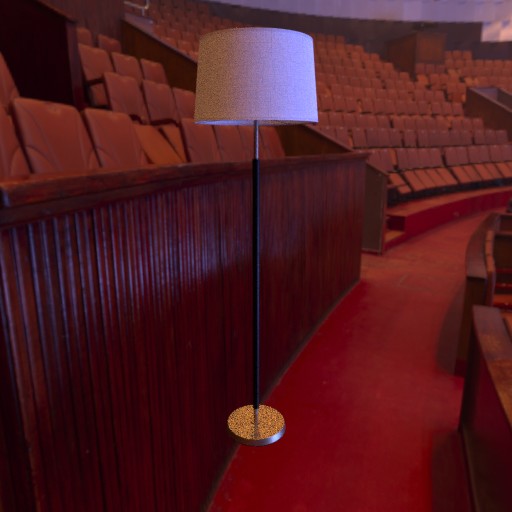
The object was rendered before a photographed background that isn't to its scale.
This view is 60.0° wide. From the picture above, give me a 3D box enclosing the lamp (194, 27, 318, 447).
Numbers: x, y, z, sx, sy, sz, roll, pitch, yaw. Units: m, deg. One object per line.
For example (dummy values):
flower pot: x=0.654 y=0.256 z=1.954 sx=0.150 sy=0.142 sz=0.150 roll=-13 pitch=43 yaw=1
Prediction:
lamp: x=0.000 y=0.000 z=1.630 sx=0.420 sy=1.447 sz=0.420 roll=0 pitch=14 yaw=0
